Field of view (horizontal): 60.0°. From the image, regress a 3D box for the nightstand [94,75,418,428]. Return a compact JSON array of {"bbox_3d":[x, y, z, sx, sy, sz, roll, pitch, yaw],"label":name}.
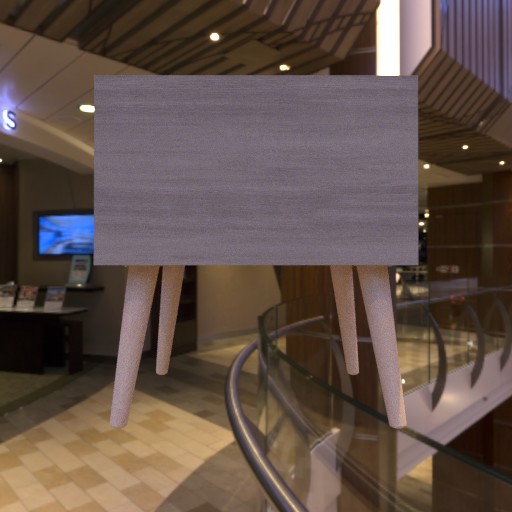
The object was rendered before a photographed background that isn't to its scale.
[{"bbox_3d":[0.000,0.000,0.804,0.450,0.500,0.380,0,0,0],"label":"nightstand"}]
